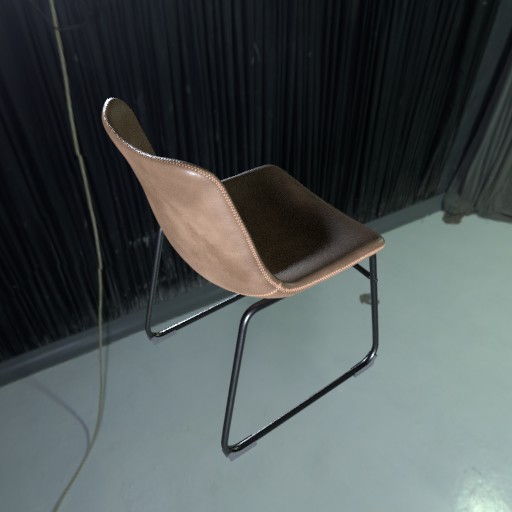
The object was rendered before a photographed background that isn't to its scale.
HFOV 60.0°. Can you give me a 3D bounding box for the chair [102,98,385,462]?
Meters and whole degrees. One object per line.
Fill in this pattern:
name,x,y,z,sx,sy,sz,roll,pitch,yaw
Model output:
chair,0.000,0.000,1.081,0.551,0.780,0.460,-24,46,-26
